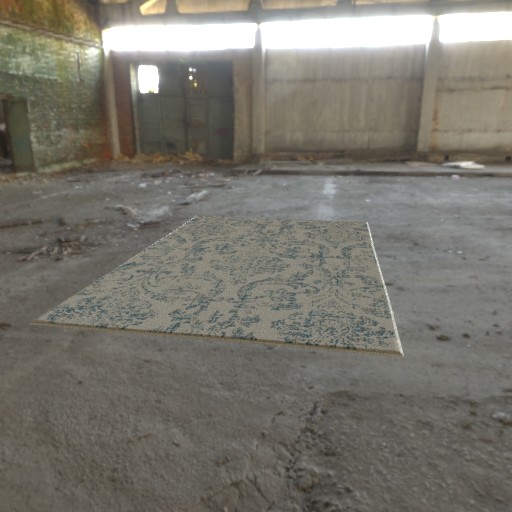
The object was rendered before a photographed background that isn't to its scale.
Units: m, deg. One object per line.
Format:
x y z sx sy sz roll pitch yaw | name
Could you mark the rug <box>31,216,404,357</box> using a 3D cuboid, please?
0.000 0.000 2.253 1.213 0.012 1.831 3 17 10 | rug
